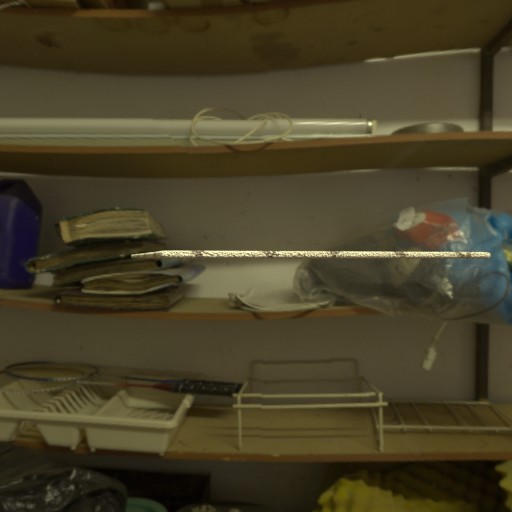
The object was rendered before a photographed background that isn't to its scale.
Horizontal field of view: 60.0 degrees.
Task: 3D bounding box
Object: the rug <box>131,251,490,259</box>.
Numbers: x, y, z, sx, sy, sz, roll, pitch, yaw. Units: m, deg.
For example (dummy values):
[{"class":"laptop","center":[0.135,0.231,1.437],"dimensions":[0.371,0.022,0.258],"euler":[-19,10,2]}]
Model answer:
[{"class":"rug","center":[0.000,0.000,2.988],"dimensions":[1.524,0.030,2.438],"euler":[0,0,-18]}]
